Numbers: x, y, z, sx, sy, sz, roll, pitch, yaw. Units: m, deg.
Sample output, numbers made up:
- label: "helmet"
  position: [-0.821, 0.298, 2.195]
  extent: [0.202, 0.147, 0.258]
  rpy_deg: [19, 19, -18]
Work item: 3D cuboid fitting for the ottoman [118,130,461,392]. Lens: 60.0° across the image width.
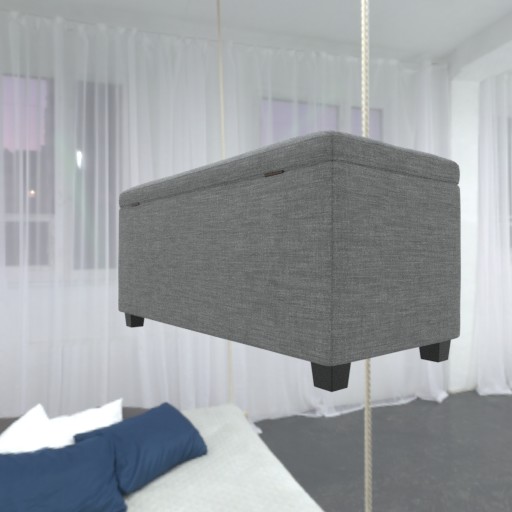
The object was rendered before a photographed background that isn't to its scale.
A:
- label: "ottoman"
  position: [0.000, 0.000, 1.142]
  extent: [0.419, 0.432, 0.902]
  rpy_deg: [0, 0, -38]
